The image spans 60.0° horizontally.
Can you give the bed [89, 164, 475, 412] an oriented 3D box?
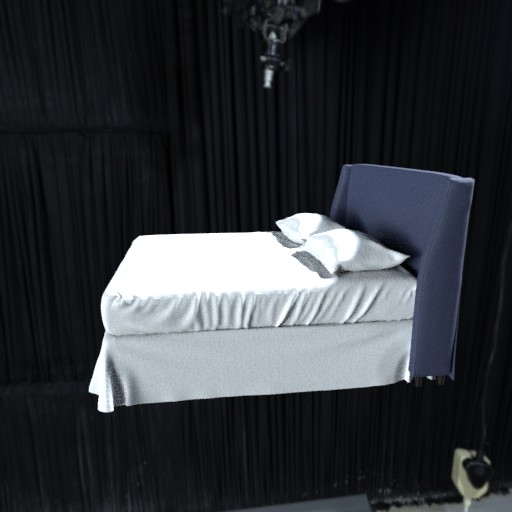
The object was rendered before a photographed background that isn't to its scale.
[{"bbox_3d":[0.000,0.000,3.422,2.276,1.332,1.925,-2,14,-8],"label":"bed"}]
